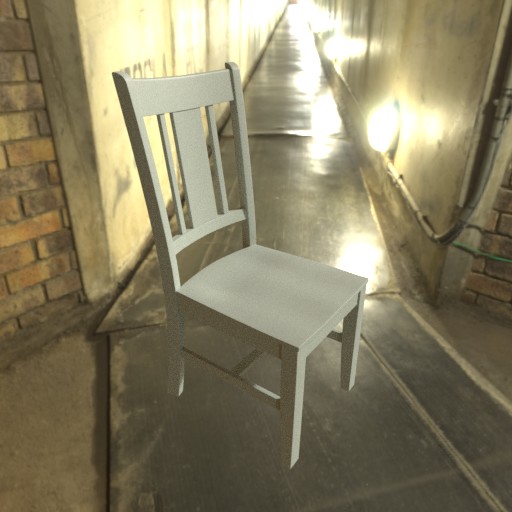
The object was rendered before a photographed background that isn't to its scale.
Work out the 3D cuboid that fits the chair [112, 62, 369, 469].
[{"bbox_3d":[0.000,0.000,1.290,0.555,0.998,0.450,18,32,32],"label":"chair"}]
